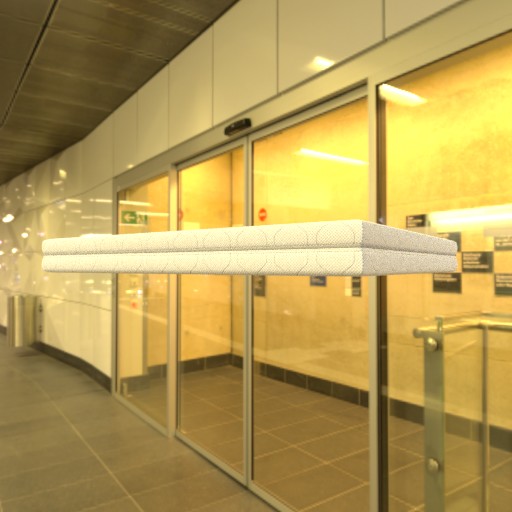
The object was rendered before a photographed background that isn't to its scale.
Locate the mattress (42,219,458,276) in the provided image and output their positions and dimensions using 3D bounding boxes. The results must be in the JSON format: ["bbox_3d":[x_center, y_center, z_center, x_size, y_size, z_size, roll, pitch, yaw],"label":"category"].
[{"bbox_3d":[0.000,0.000,2.719,2.000,0.200,1.600,-1,-2,35],"label":"mattress"}]
